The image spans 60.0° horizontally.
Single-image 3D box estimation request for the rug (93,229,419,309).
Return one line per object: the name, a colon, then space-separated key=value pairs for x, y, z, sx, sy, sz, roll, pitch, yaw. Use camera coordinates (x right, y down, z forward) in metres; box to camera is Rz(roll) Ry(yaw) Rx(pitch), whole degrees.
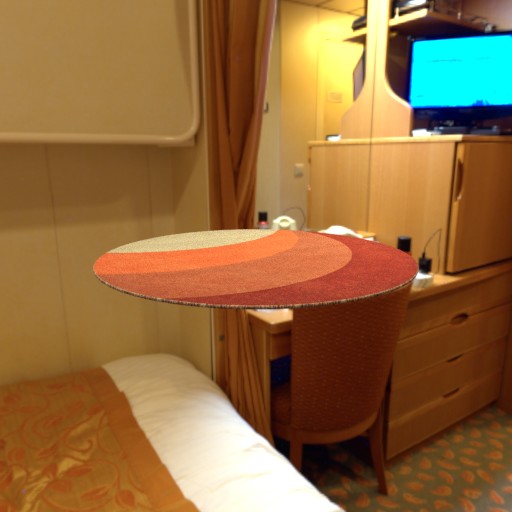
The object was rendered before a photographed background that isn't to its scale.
rug: x=0.000 y=0.000 z=2.189 sx=1.514 sy=0.015 sz=1.514 roll=0 pitch=13 yaw=0
